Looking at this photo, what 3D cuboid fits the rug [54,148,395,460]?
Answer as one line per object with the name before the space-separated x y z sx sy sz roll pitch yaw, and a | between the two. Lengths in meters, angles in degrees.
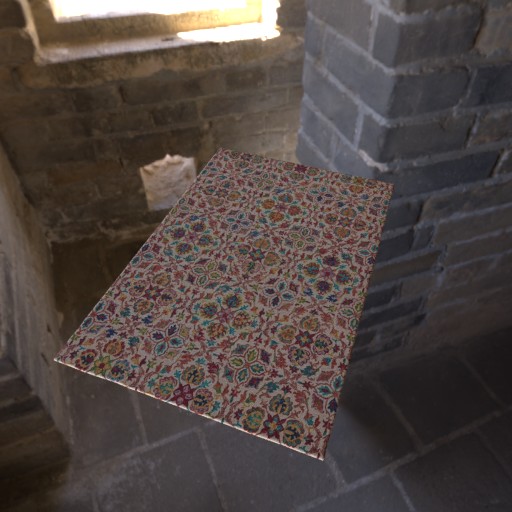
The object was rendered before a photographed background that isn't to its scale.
rug | 0.000 0.000 3.019 1.541 0.018 2.297 15 48 14
